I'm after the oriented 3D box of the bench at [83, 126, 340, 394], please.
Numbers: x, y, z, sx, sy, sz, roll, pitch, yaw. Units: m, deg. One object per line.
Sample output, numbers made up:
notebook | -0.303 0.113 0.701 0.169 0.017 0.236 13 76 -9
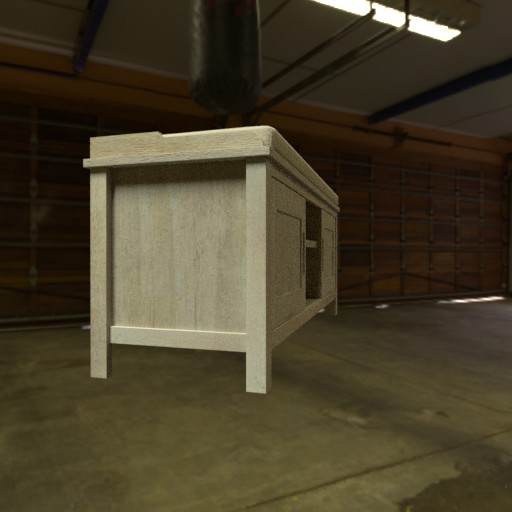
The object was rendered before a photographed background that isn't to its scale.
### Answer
bench | 0.000 0.000 1.403 0.398 0.501 1.140 0 0 17
